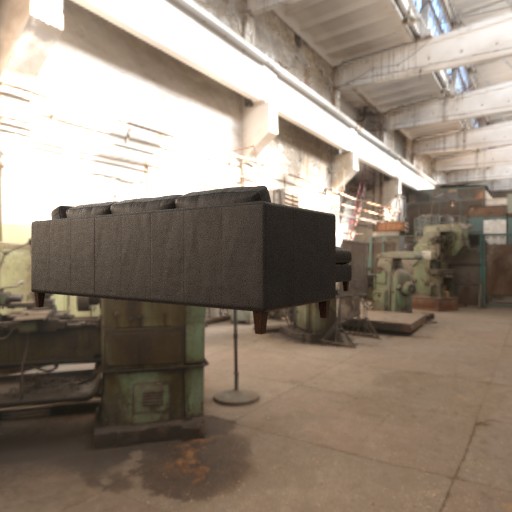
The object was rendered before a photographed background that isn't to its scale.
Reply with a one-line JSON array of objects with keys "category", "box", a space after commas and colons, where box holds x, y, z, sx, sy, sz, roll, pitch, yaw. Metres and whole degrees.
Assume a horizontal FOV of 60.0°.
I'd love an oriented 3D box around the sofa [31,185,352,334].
[{"category": "sofa", "box": [0.000, 0.000, 4.494, 2.452, 0.891, 3.324, 0, 0, 35]}]
